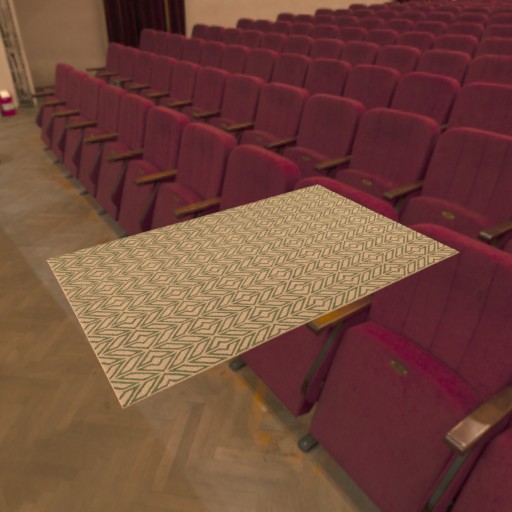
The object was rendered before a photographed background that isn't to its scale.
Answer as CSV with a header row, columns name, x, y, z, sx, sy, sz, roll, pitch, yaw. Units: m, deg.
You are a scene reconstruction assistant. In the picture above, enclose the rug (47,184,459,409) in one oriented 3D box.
name,x,y,z,sx,sy,sz,roll,pitch,yaw
rug,0.000,0.000,3.079,2.435,0.011,1.517,-19,36,-29
